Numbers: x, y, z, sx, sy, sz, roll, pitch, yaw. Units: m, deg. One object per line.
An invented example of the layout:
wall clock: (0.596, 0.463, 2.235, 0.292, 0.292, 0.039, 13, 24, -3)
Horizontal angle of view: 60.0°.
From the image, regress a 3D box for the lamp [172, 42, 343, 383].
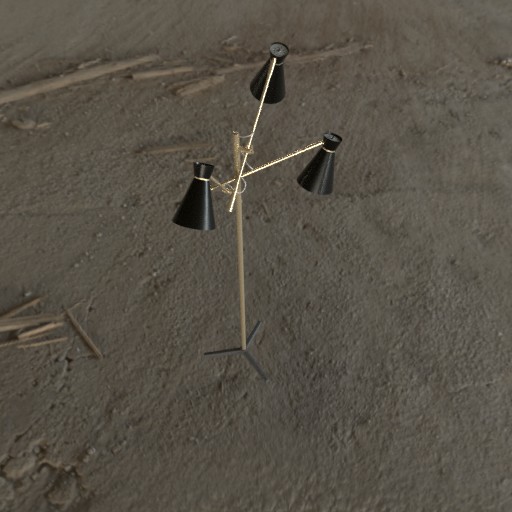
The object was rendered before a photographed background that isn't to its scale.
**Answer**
lamp: (0.000, 0.000, 2.158, 0.653, 1.804, 0.750, -4, 47, -4)
